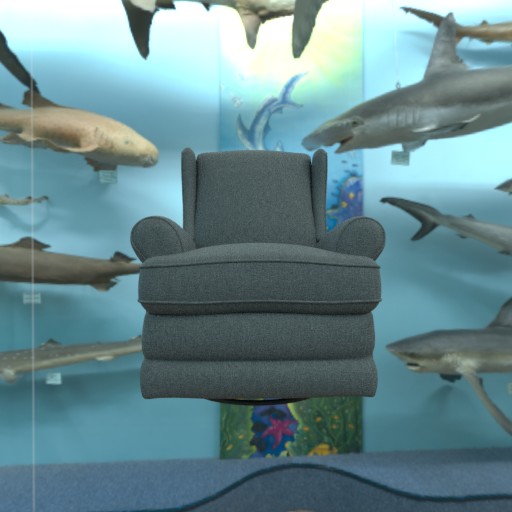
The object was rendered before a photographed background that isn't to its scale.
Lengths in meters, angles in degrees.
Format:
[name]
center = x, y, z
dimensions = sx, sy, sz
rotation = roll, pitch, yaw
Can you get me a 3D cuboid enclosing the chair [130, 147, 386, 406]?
[chair]
center = 0.000, 0.000, 1.768
dimensions = 0.847, 1.011, 0.969
rotation = 0, 1, -2
